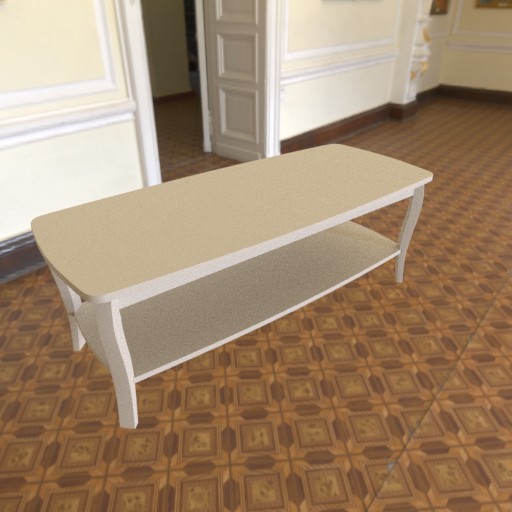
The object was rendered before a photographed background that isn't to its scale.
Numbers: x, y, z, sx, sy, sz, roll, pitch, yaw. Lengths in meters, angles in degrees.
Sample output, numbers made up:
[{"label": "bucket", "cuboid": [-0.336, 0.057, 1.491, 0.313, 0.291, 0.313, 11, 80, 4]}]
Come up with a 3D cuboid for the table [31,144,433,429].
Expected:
[{"label": "table", "cuboid": [0.000, 0.000, 1.579, 1.334, 0.474, 0.561, -21, 36, -32]}]
